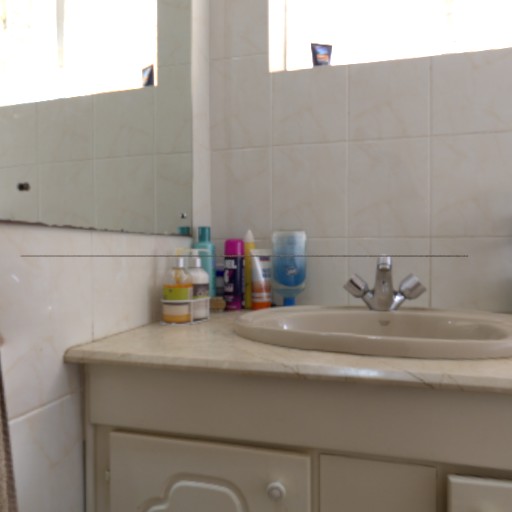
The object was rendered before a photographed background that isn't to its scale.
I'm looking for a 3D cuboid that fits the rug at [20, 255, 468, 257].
[{"bbox_3d":[0.000,0.000,2.280,1.818,0.005,1.217,0,0,18],"label":"rug"}]
